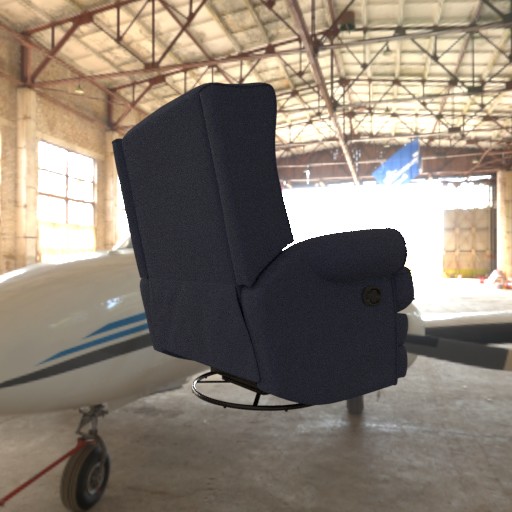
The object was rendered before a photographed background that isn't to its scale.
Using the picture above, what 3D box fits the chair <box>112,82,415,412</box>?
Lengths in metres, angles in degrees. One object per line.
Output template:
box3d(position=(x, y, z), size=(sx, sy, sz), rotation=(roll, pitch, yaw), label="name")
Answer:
box3d(position=(0.000, 0.000, 1.704), size=(0.877, 1.020, 0.971), rotation=(0, -1, -37), label="chair")
